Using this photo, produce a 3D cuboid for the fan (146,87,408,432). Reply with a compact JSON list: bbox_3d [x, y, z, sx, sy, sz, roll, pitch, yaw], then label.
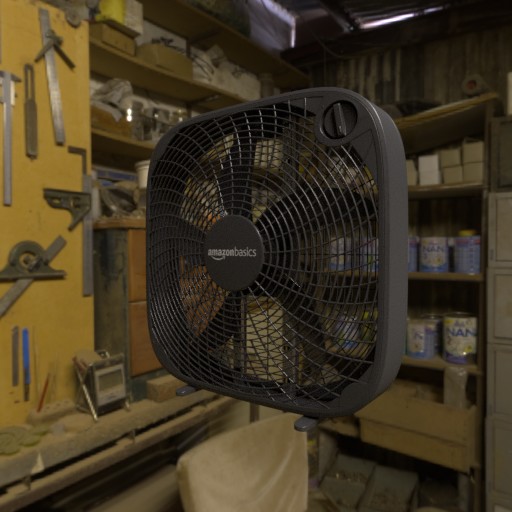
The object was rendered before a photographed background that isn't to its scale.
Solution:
[{"bbox_3d":[0.000,0.000,0.807,0.526,0.533,0.142,1,1,37],"label":"fan"}]
